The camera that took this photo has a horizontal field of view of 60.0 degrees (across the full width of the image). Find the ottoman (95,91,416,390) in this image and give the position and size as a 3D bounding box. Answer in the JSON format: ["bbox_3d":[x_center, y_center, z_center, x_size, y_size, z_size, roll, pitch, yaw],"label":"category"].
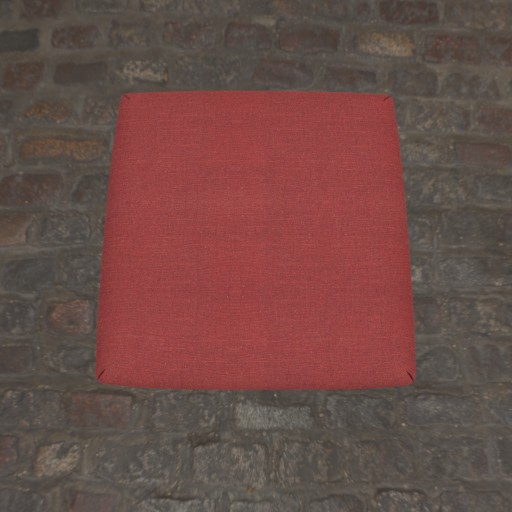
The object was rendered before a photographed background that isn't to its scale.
[{"bbox_3d":[0.000,0.000,0.905,0.497,0.475,0.507,1,76,0],"label":"ottoman"}]
